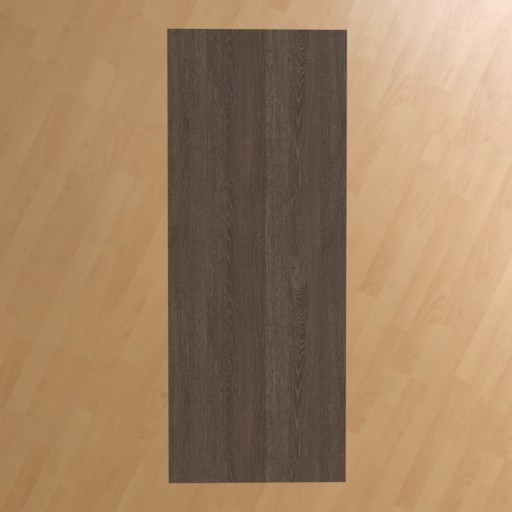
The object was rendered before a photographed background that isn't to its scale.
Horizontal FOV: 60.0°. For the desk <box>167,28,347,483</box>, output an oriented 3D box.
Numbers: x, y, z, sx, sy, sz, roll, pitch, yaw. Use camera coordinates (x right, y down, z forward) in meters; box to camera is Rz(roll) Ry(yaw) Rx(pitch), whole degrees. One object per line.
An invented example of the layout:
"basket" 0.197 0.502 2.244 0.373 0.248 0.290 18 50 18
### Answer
"desk" 0.000 0.000 1.869 0.600 0.760 1.524 0 91 -1
